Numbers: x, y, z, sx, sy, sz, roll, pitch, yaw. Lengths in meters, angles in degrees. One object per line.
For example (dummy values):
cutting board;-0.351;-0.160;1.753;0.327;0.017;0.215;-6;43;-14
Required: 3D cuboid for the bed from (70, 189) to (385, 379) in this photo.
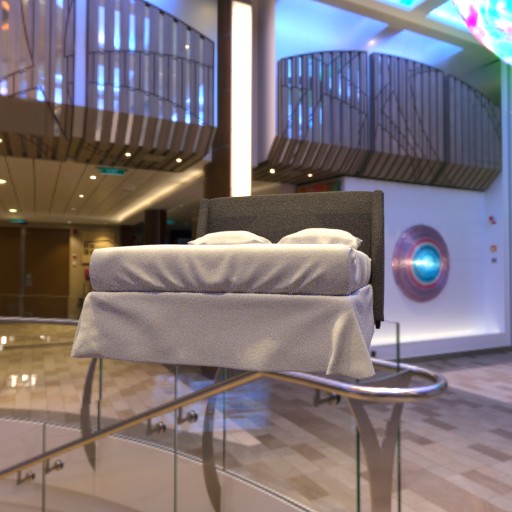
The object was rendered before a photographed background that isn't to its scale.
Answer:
bed;0.000;0.000;3.540;1.925;1.332;2.276;0;-2;18
